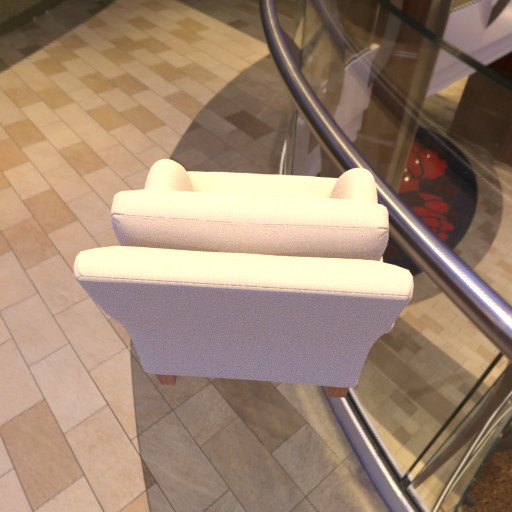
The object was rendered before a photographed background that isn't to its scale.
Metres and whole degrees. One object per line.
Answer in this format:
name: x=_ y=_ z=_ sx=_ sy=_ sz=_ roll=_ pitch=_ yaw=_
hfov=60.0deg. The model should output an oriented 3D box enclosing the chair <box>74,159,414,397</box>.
chair: x=0.000 y=0.000 z=1.809 sx=0.955 sy=1.038 sz=1.070 roll=3 pitch=47 yaw=3
